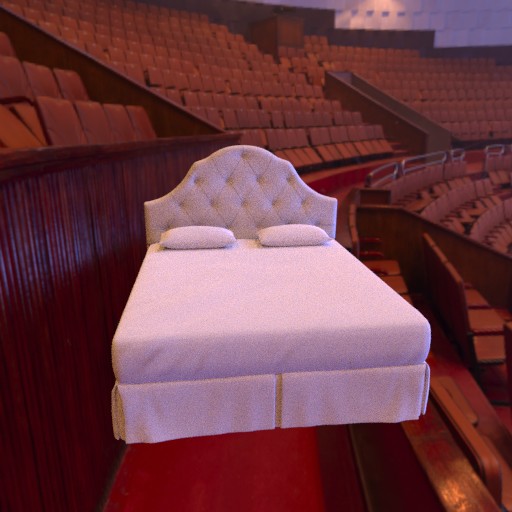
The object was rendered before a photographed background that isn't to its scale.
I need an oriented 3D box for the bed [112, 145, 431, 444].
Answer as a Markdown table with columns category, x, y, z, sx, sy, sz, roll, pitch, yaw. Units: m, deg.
| category | x | y | z | sx | sy | sz | roll | pitch | yaw |
| --- | --- | --- | --- | --- | --- | --- | --- | --- | --- |
| bed | 0.000 | 0.000 | 3.536 | 2.008 | 1.615 | 2.214 | -2 | 17 | -7 |
